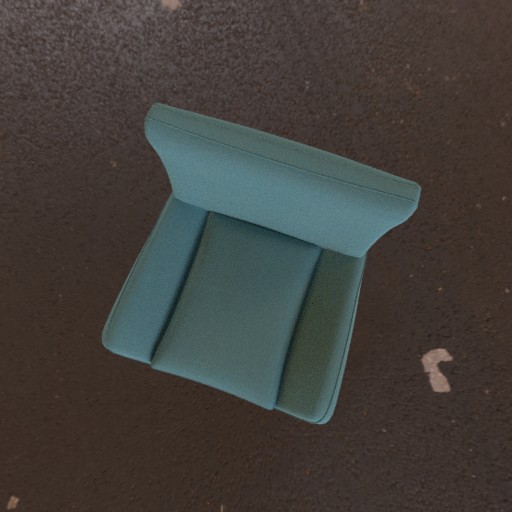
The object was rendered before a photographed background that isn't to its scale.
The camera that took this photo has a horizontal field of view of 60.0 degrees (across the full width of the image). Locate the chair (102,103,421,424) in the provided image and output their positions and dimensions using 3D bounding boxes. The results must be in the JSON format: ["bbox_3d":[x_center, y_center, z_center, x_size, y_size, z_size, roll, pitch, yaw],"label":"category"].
[{"bbox_3d":[0.000,0.000,1.647,0.859,0.855,1.008,18,78,4],"label":"chair"}]
